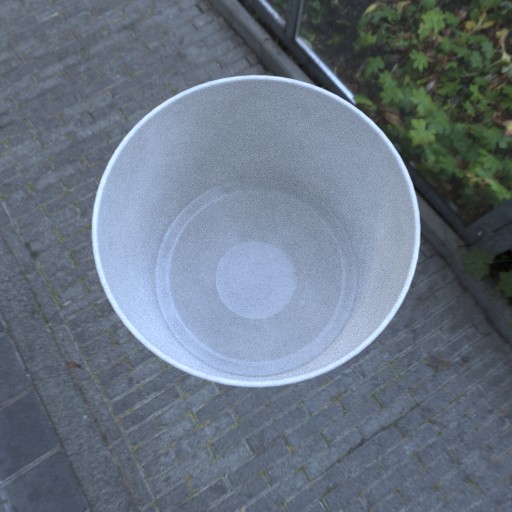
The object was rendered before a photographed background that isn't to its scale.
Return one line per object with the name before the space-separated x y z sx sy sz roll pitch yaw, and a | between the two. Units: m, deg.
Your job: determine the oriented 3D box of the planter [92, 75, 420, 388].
planter | 0.000 0.000 0.452 0.250 0.239 0.250 0 75 0
